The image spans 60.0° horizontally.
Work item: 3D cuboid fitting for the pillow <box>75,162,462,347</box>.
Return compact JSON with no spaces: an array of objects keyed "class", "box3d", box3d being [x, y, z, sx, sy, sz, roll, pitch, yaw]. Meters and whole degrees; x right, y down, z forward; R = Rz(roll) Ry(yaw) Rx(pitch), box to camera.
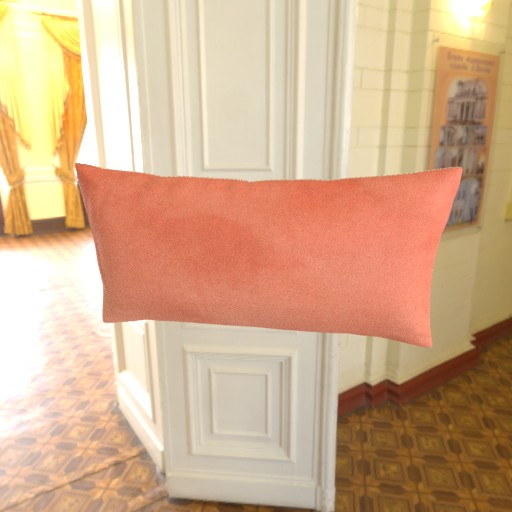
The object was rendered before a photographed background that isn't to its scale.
[{"class":"pillow","box3d":[0.000,0.000,0.748,0.608,0.307,0.155,3,16,10]}]
